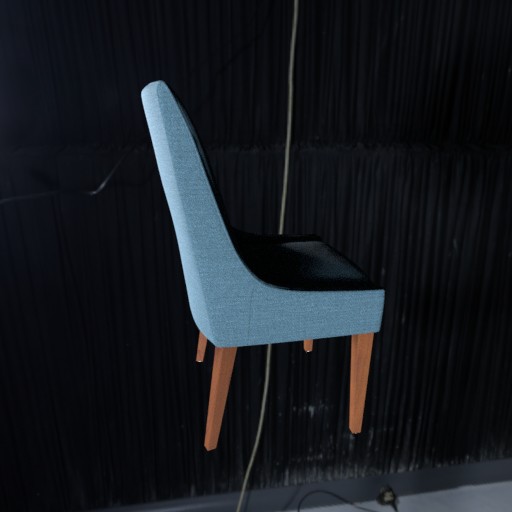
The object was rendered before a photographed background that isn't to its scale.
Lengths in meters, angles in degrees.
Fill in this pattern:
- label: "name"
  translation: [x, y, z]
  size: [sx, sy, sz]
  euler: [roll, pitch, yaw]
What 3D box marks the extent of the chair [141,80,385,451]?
- label: "chair"
  translation: [0.000, 0.000, 1.205]
  size: [0.544, 0.861, 0.529]
  euler: [-3, 17, -10]
